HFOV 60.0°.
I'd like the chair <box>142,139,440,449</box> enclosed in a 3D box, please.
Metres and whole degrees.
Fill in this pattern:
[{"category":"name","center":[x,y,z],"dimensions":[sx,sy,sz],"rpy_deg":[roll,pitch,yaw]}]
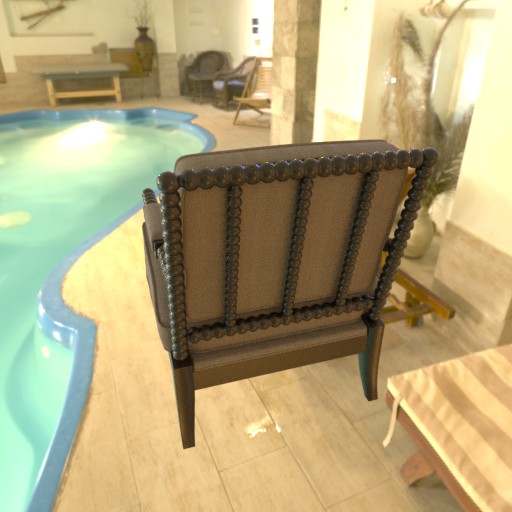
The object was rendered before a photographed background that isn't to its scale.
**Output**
[{"category":"chair","center":[0.000,0.000,1.118],"dimensions":[0.540,0.661,0.622],"rpy_deg":[-8,29,-15]}]
